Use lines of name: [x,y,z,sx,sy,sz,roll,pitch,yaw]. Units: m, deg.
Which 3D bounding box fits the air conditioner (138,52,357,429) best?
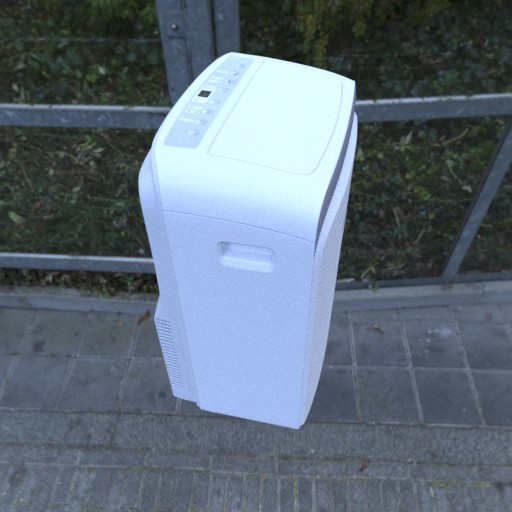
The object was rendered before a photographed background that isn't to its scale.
air conditioner: [0.000,0.000,0.940,0.365,0.700,0.454,11,48,10]
